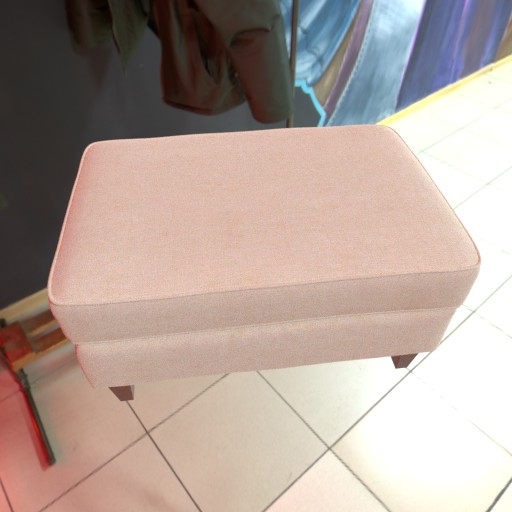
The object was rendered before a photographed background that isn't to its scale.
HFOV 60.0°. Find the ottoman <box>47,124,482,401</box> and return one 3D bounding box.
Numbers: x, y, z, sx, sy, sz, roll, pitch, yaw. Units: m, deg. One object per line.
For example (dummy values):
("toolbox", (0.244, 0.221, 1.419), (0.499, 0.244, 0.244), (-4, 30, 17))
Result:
("ottoman", (0.000, 0.000, 1.169), (0.862, 0.484, 0.583), (-5, 46, -5))
